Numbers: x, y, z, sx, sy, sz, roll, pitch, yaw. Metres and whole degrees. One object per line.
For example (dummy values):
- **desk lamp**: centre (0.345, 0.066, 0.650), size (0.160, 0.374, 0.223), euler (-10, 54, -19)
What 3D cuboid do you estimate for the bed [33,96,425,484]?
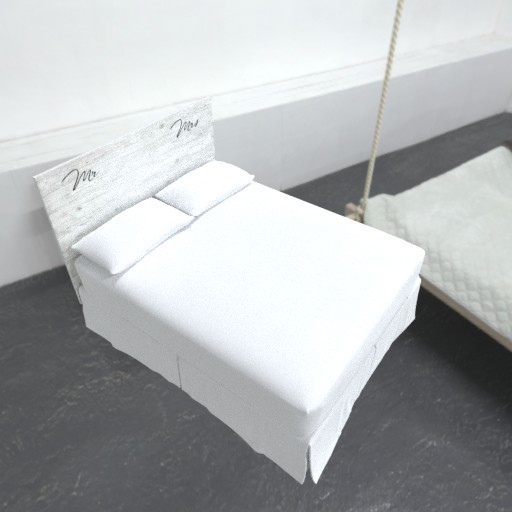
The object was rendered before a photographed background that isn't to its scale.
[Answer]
- **bed**: centre (0.000, 0.000, 3.133), size (2.094, 1.335, 1.745), euler (26, 47, 27)
